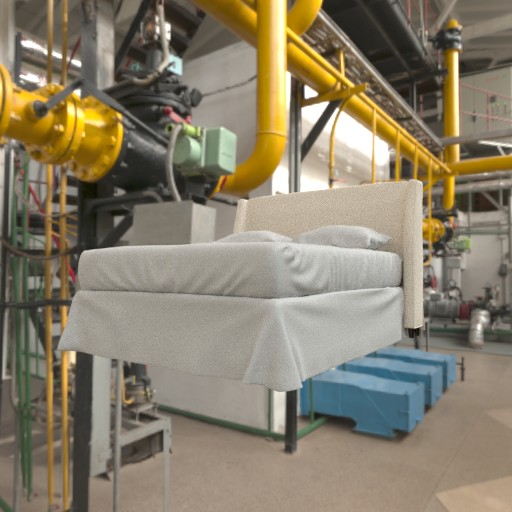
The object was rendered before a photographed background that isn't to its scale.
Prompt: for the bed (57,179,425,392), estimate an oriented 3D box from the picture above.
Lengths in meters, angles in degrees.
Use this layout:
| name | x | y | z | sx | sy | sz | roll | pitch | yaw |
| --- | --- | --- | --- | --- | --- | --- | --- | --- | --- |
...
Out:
| name | x | y | z | sx | sy | sz | roll | pitch | yaw |
| --- | --- | --- | --- | --- | --- | --- | --- | --- | --- |
| bed | 0.000 | 0.000 | 3.412 | 1.925 | 1.332 | 2.276 | -1 | -2 | 36 |
